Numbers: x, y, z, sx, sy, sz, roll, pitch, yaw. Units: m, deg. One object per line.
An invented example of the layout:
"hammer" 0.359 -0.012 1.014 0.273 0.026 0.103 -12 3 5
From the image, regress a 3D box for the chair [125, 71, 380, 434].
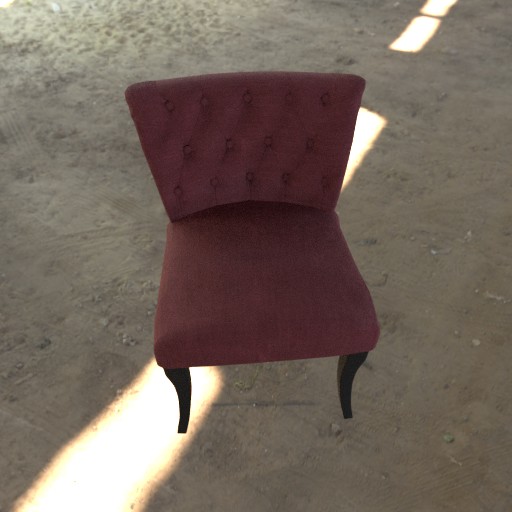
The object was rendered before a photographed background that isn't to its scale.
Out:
"chair" 0.000 0.000 1.170 0.582 0.750 0.605 -4 46 -4
